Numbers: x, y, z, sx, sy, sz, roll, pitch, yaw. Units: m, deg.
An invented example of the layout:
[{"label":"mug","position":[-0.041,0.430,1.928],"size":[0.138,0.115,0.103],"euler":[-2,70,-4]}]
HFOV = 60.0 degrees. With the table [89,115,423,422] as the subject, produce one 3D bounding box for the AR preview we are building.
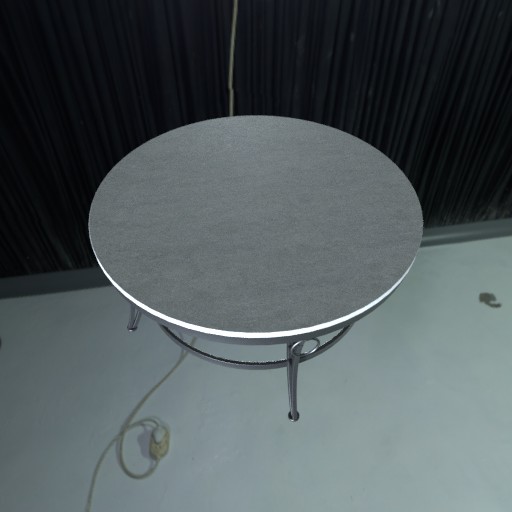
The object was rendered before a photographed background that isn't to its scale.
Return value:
[{"label":"table","position":[0.000,0.000,1.387],"size":[0.889,0.470,0.889],"euler":[0,46,0]}]
